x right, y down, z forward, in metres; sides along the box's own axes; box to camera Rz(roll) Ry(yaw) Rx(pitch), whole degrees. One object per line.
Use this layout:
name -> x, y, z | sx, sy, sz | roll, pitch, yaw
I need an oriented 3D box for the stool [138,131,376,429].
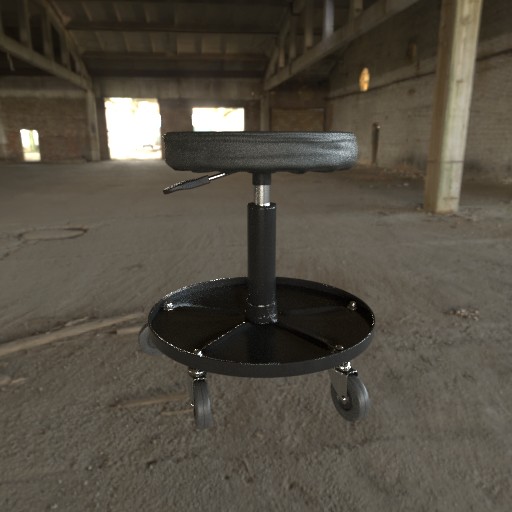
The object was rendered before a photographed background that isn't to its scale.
stool -> 0.000, 0.000, 0.677 | 0.382, 0.365, 0.381 | -2, 15, -8
